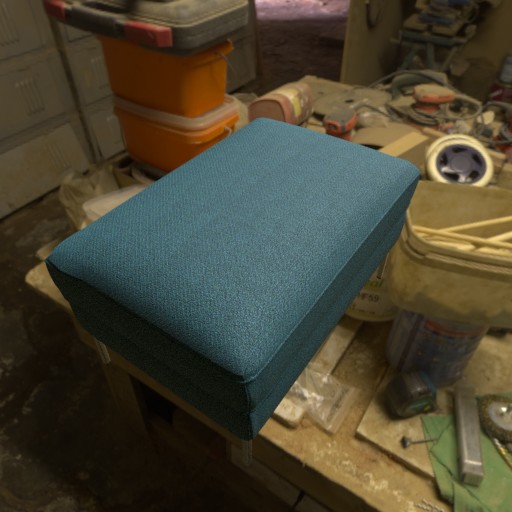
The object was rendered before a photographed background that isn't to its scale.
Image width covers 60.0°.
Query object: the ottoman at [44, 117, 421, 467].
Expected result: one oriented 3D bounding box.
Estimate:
[{"bbox_3d":[0.000,0.000,1.206,0.563,0.498,0.856,25,48,25],"label":"ottoman"}]
